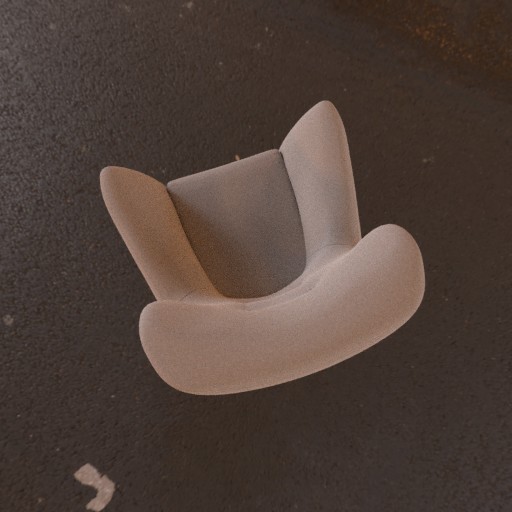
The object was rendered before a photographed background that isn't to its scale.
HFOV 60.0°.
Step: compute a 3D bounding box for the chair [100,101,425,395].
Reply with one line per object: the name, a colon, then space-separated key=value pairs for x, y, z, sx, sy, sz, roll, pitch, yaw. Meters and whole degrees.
chair: x=0.000 y=0.000 z=1.634 sx=0.890 sy=0.889 sz=0.889 roll=-18 pitch=76 yaw=-5
